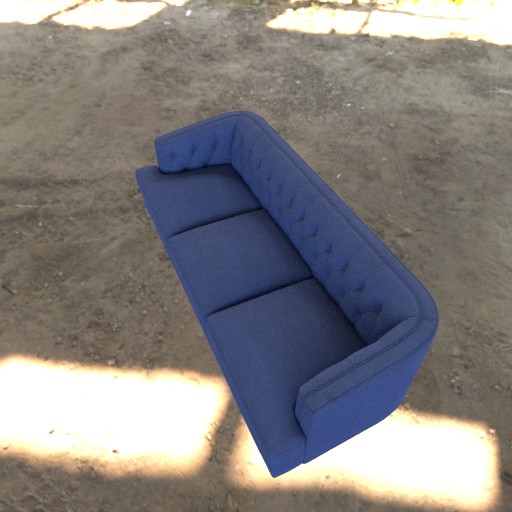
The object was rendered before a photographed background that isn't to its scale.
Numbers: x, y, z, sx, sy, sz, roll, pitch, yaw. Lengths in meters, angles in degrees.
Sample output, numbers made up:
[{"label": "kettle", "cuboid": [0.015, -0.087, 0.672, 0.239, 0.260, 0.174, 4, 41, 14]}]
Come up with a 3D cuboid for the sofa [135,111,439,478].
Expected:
[{"label": "sofa", "cuboid": [0.000, 0.000, 2.673, 0.914, 0.787, 2.235, -18, 48, -17]}]
